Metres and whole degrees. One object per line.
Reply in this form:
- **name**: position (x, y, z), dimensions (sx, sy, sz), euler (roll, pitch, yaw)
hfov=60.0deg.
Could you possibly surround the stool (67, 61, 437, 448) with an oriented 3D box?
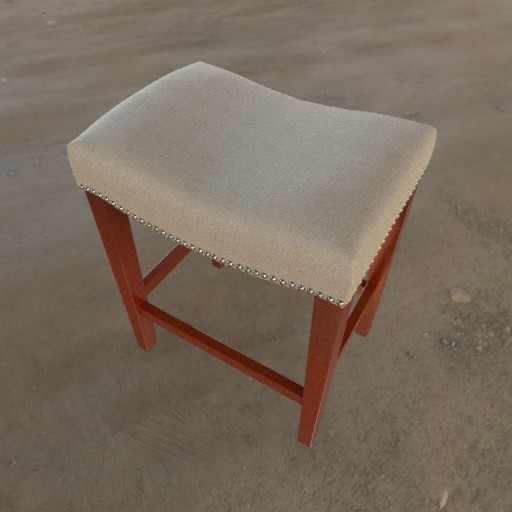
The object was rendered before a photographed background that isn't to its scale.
- **stool**: position (0.000, 0.000, 0.935), dimensions (0.509, 0.632, 0.375), euler (24, 52, 21)
